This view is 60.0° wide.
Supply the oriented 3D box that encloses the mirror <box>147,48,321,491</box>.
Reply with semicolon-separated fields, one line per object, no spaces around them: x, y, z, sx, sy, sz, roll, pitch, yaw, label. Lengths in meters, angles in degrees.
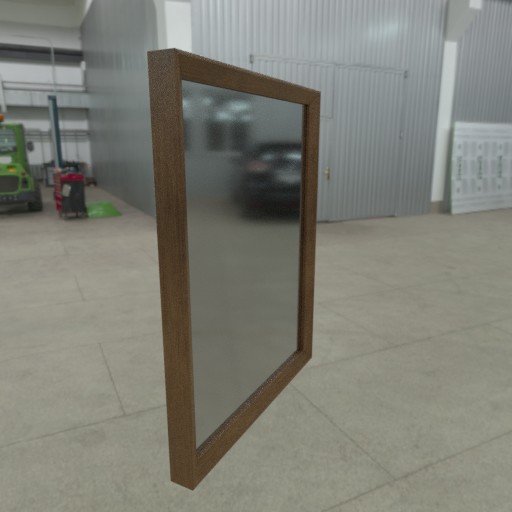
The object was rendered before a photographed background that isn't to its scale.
0.000;0.000;0.672;0.041;0.509;0.406;7;16;27;mirror
